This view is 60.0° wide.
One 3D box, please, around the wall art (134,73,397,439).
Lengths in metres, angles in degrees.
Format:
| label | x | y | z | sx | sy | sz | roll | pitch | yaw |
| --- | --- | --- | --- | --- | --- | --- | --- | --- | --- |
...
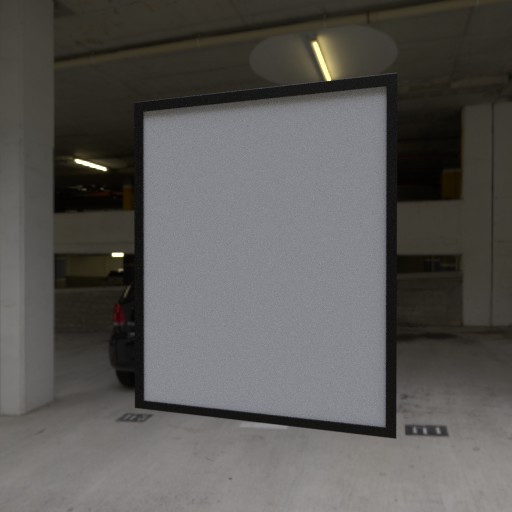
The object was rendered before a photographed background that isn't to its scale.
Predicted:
| label | x | y | z | sx | sy | sz | roll | pitch | yaw |
| --- | --- | --- | --- | --- | --- | --- | --- | --- | --- |
| wall art | 0.000 | 0.000 | 0.536 | 0.325 | 0.397 | 0.018 | 0 | 1 | 17 |
